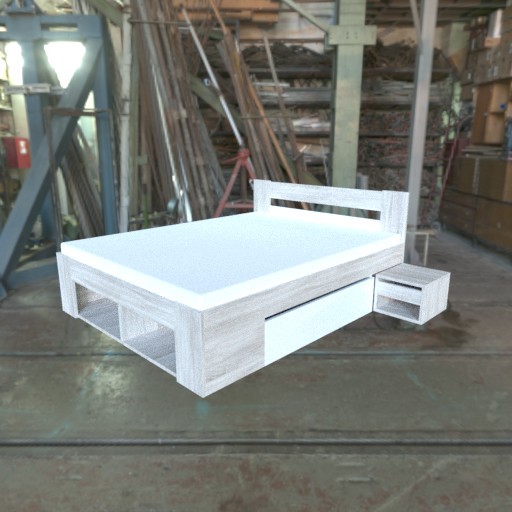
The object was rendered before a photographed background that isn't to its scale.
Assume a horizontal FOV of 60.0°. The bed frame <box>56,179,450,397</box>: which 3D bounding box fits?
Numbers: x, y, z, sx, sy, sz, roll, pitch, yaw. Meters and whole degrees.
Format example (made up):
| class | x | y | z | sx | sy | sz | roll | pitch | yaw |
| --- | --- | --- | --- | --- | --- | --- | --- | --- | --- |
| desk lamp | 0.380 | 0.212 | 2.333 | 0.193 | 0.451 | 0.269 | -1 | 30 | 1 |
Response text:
| class | x | y | z | sx | sy | sz | roll | pitch | yaw |
| --- | --- | --- | --- | --- | --- | --- | --- | --- | --- |
| bed frame | 0.000 | 0.000 | 3.229 | 2.040 | 0.860 | 2.050 | 14 | 20 | 43 |
